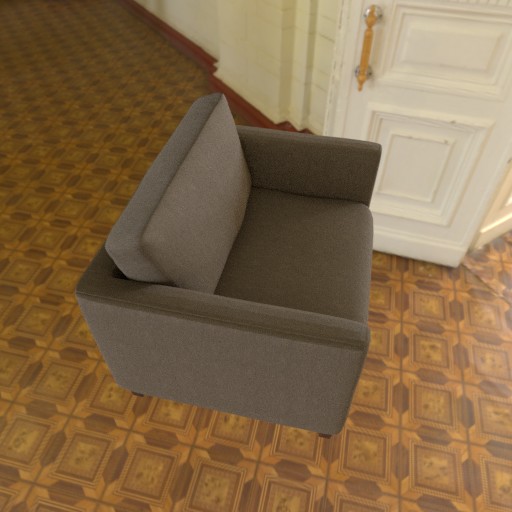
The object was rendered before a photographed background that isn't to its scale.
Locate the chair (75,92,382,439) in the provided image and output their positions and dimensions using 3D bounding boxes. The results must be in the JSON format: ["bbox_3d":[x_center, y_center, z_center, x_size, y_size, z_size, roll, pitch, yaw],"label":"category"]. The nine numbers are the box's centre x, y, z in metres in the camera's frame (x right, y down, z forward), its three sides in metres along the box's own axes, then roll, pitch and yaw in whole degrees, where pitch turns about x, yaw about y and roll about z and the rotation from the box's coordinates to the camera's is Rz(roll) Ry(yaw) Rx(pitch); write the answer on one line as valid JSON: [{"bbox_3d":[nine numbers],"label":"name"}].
[{"bbox_3d":[0.000,0.000,1.857,0.959,0.963,1.107,9,47,9],"label":"chair"}]
